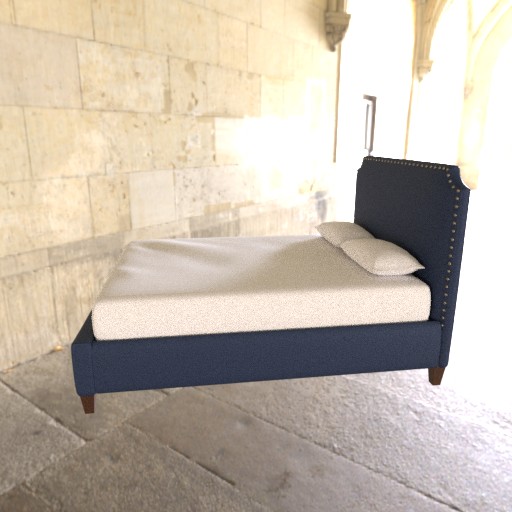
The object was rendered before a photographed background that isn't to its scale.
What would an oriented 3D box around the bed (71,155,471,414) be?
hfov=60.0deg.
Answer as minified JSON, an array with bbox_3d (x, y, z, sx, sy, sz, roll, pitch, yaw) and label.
[{"bbox_3d":[0.000,0.000,3.401,2.372,1.443,1.712,-2,15,-8],"label":"bed"}]
